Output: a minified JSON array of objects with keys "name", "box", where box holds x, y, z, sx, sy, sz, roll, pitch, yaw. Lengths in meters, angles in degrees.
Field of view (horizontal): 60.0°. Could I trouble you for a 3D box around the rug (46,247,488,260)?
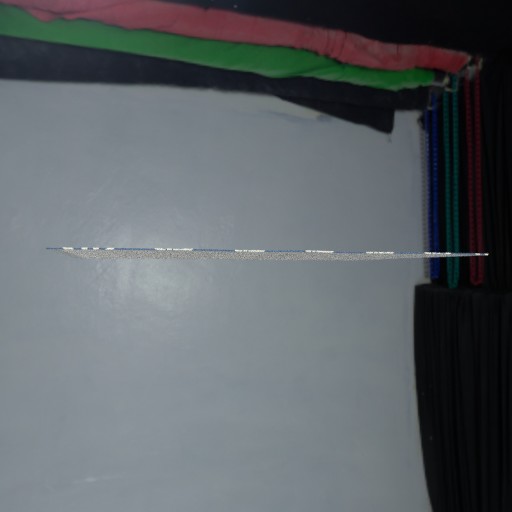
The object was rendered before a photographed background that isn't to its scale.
[{"name":"rug","box":[0.000,0.000,2.190,1.755,0.010,1.153,1,-2,-18]}]
